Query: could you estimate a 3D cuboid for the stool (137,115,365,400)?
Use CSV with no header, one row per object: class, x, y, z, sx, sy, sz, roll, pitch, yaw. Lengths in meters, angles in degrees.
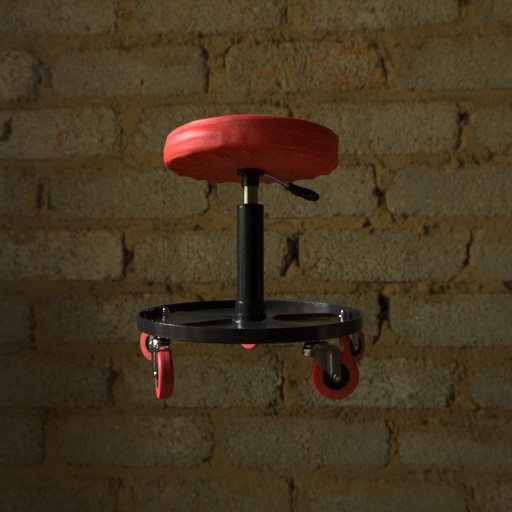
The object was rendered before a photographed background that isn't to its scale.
stool,0.000,0.000,0.702,0.382,0.365,0.381,0,0,-37
